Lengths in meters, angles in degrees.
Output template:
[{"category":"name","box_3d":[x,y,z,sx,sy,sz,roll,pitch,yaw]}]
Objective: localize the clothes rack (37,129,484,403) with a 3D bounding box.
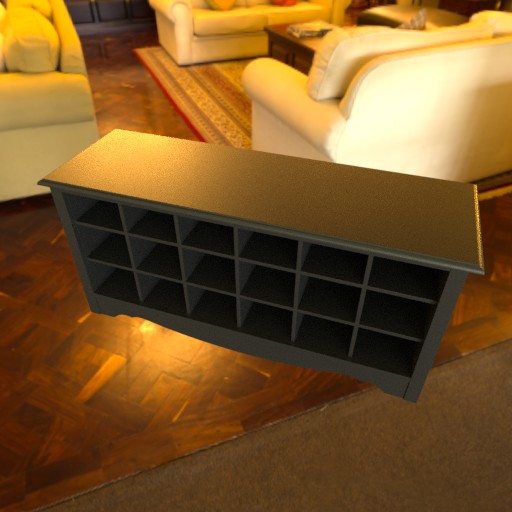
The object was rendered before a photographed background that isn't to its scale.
[{"category":"clothes rack","box_3d":[0.000,0.000,1.459,1.219,0.556,0.406,12,41,15]}]
